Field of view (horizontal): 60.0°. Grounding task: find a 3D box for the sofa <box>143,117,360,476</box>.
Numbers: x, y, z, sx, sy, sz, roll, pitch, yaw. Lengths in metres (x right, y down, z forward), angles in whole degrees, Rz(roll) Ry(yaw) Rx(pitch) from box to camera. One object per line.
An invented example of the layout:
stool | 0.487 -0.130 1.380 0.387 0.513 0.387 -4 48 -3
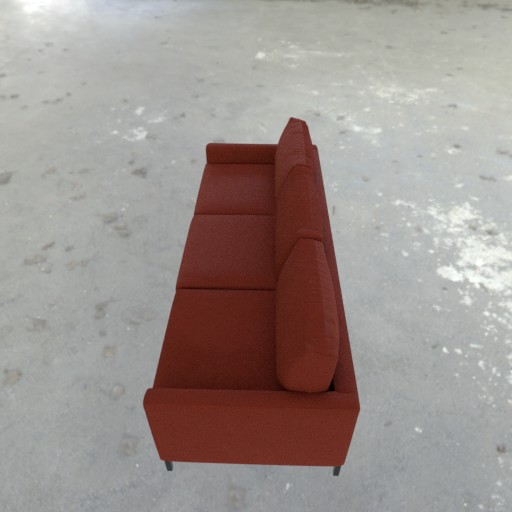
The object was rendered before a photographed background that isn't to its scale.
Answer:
sofa | 0.000 0.000 2.664 0.875 0.879 2.252 1 41 1
